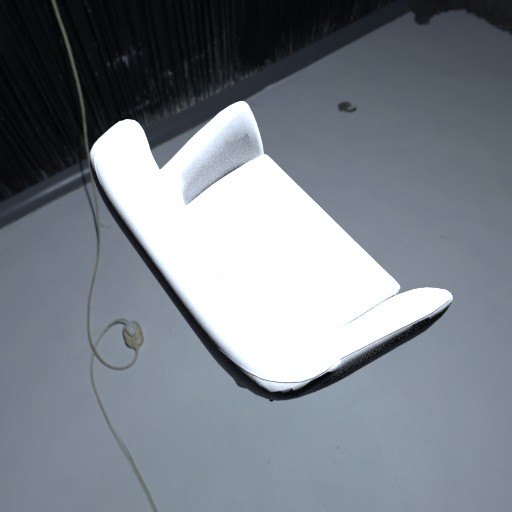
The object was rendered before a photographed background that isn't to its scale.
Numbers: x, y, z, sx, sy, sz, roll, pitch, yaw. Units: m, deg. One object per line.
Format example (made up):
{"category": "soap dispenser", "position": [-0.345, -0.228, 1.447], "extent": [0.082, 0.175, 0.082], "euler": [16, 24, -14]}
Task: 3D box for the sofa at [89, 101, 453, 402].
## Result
{"category": "sofa", "position": [0.000, 0.000, 2.006], "extent": [0.921, 0.878, 1.424], "euler": [-33, 65, -18]}
